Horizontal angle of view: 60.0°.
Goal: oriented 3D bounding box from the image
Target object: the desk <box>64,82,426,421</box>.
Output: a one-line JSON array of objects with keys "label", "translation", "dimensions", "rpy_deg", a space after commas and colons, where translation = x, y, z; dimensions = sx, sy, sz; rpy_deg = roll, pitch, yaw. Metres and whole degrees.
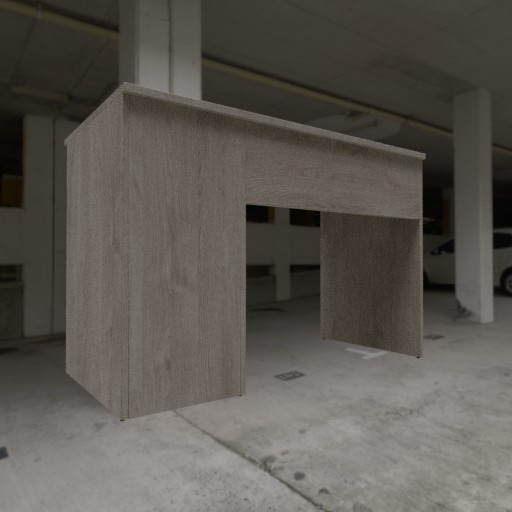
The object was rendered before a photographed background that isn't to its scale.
[{"label": "desk", "translation": [0.000, 0.000, 1.496], "dimensions": [1.097, 0.735, 0.560], "rpy_deg": [1, -1, -36]}]
